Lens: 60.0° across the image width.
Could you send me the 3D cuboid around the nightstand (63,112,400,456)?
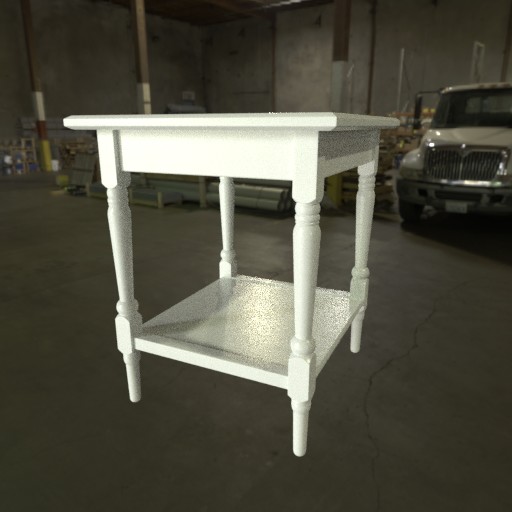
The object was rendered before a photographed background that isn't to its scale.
[{"bbox_3d":[0.000,0.000,0.926,0.459,0.555,0.505,8,18,25],"label":"nightstand"}]
